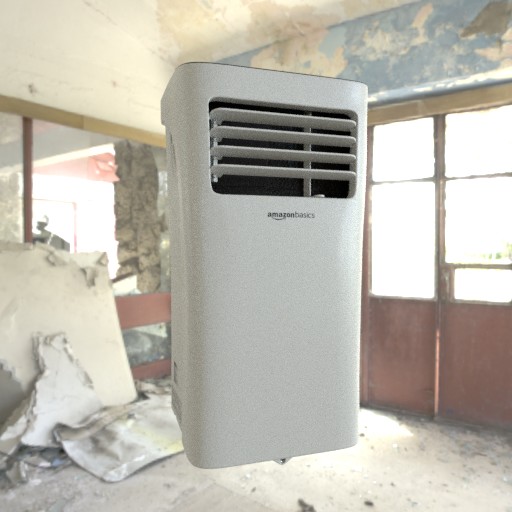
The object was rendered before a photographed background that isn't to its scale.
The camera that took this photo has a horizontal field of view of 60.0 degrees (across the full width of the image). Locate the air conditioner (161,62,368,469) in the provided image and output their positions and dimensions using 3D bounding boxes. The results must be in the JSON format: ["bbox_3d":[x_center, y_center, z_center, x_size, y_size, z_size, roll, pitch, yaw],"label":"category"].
[{"bbox_3d":[0.000,0.000,0.906,0.352,0.716,0.369,0,2,-18],"label":"air conditioner"}]
